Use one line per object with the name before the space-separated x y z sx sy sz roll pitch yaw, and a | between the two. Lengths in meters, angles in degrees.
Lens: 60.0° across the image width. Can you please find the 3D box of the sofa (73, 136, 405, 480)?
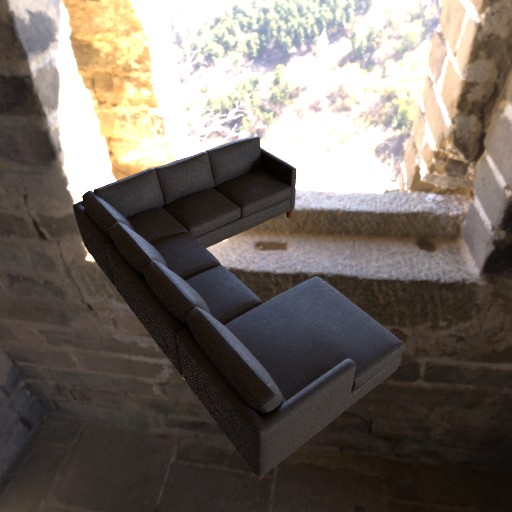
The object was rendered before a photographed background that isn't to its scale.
sofa | 0.000 0.000 4.646 2.594 0.961 3.460 -26 46 -28
